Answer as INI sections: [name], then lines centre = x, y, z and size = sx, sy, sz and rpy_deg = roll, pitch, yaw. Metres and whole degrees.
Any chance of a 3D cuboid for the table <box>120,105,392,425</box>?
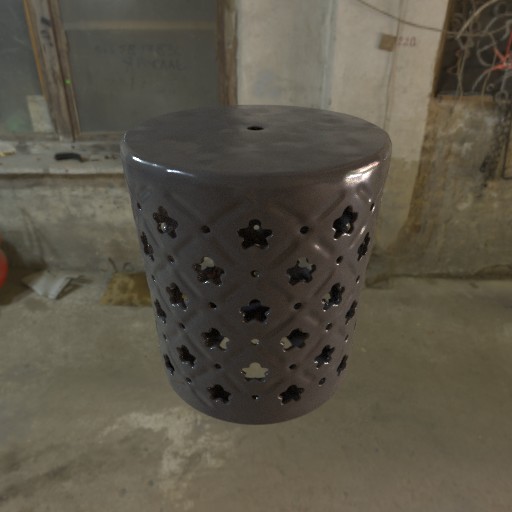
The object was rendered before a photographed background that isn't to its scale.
[table]
centre = 0.000, 0.000, 0.677
size = 0.352, 0.387, 0.352
rpy_deg = 0, 30, 0
